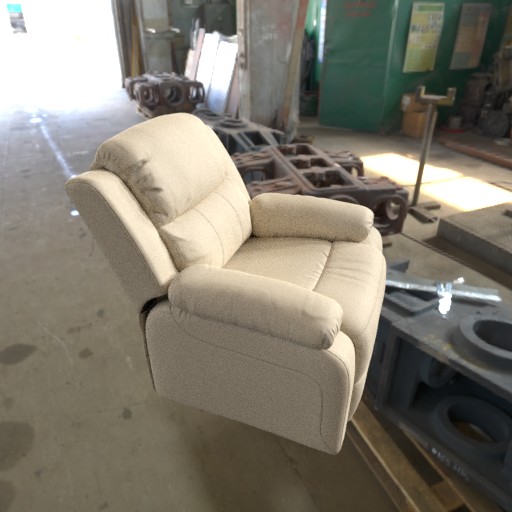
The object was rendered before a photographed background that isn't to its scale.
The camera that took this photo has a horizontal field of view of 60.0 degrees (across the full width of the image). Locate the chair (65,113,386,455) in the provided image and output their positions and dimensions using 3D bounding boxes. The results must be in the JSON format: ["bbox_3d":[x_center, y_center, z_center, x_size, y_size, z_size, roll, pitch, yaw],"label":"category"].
[{"bbox_3d":[0.000,0.000,1.241,0.709,0.702,0.680,10,31,17],"label":"chair"}]
